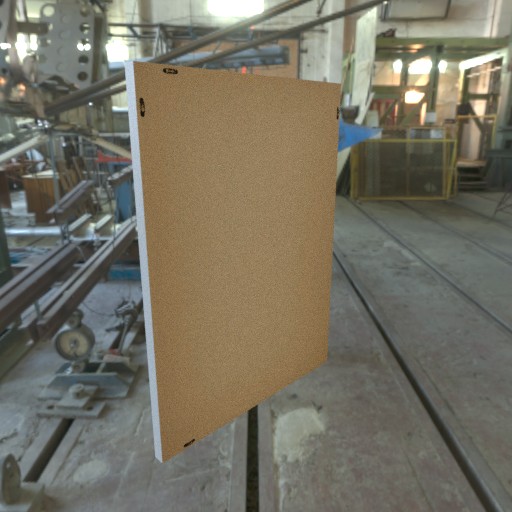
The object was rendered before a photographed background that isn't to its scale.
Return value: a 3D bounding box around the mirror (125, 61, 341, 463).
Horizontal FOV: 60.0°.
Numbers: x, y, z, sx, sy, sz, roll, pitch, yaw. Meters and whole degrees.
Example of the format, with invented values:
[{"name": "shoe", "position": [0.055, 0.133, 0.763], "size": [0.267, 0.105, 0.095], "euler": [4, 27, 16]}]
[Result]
[{"name": "mirror", "position": [0.000, 0.000, 1.338], "size": [0.040, 1.016, 0.762], "euler": [16, 23, 42]}]
